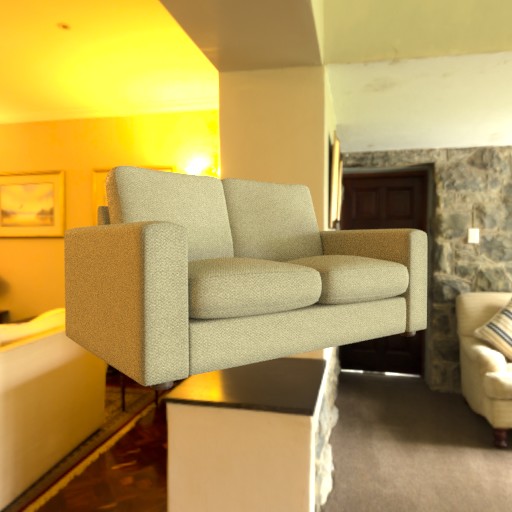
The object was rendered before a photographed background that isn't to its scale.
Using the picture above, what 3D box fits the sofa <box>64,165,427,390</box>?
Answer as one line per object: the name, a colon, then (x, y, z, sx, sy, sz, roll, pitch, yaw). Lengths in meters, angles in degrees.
sofa: (0.000, 0.000, 2.265, 1.616, 0.873, 1.016, -1, 2, -37)
